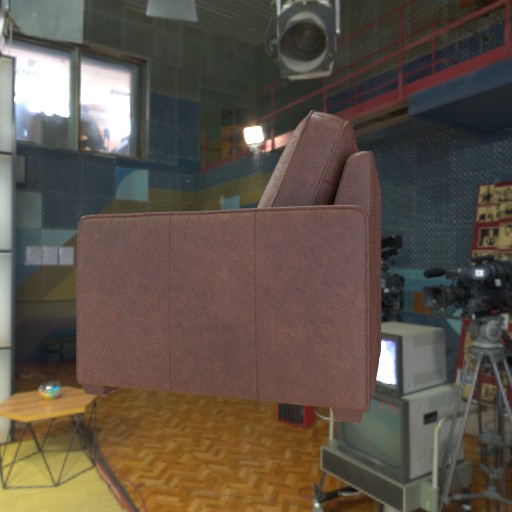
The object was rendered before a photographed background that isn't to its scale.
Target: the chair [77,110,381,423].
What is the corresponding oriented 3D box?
[{"bbox_3d":[0.000,0.000,1.766,0.940,0.919,1.017,0,-1,17],"label":"chair"}]
